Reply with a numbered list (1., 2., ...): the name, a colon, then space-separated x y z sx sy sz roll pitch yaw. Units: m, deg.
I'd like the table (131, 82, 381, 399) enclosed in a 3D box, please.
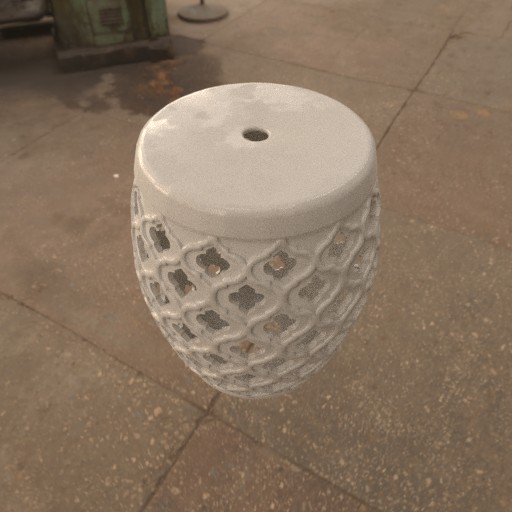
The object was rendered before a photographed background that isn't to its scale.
1. table: 0.000 0.000 0.625 0.325 0.388 0.325 0 46 0
